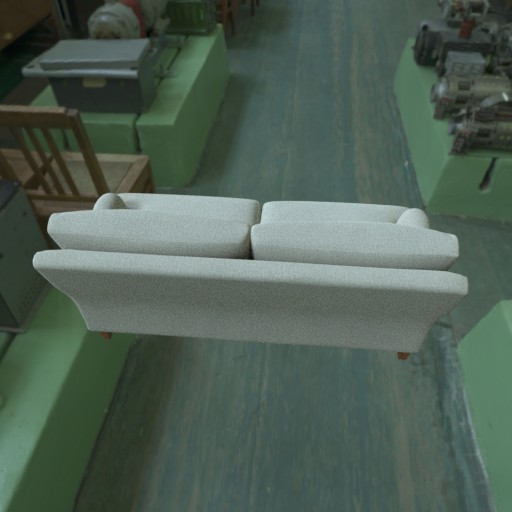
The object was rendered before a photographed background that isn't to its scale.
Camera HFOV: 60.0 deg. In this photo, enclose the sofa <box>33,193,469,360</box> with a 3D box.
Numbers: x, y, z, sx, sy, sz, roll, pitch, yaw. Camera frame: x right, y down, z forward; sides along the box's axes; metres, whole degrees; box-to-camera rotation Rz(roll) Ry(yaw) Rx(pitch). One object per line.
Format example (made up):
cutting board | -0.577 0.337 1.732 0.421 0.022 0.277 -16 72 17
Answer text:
sofa | 0.000 0.000 2.658 2.070 0.997 1.091 3 46 3
